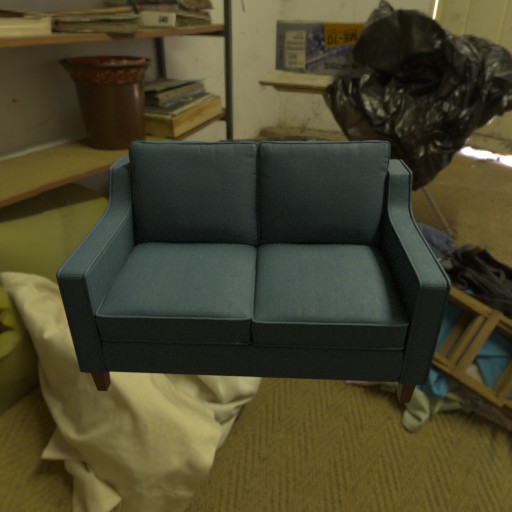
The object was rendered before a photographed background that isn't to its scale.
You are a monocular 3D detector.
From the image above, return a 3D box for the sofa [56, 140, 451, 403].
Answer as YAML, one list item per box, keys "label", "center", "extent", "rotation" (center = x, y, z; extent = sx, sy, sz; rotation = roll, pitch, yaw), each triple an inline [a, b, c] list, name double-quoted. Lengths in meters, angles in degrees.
- label: "sofa"
  center: [0.000, 0.000, 2.148]
  extent: [1.501, 0.971, 0.987]
  rotation: [1, 30, 2]
